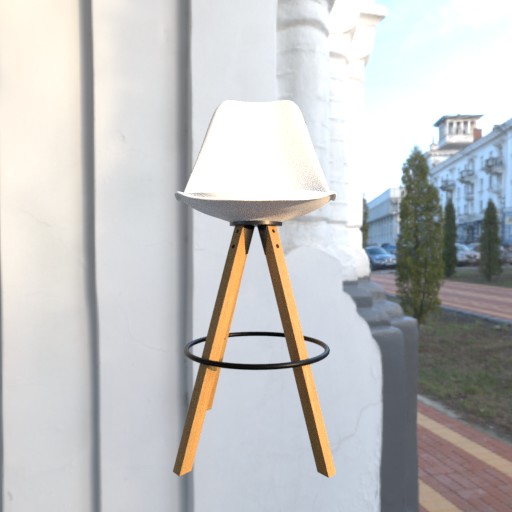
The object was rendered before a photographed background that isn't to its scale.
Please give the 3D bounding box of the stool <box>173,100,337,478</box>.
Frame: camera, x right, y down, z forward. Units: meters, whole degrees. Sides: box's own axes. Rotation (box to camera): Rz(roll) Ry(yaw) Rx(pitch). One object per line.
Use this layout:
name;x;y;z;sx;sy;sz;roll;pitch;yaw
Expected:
stool;0.000;0.000;1.372;0.482;1.115;0.549;0;1;1
